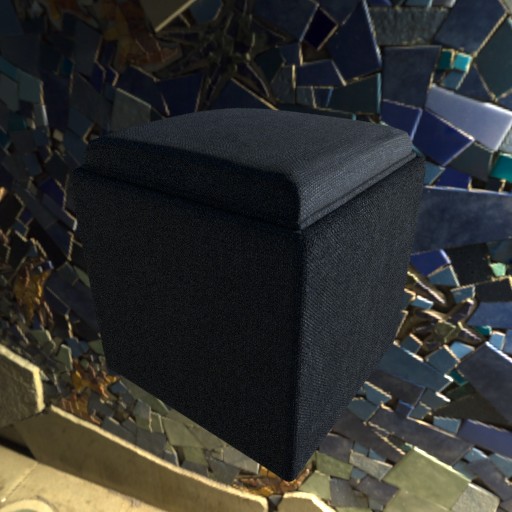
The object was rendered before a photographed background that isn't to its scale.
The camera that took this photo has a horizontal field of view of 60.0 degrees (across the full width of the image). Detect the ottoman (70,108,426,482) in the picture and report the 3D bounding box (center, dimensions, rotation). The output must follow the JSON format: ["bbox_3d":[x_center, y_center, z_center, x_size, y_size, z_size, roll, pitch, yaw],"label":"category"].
[{"bbox_3d":[0.000,0.000,0.837,0.454,0.493,0.436,19,33,32],"label":"ottoman"}]
